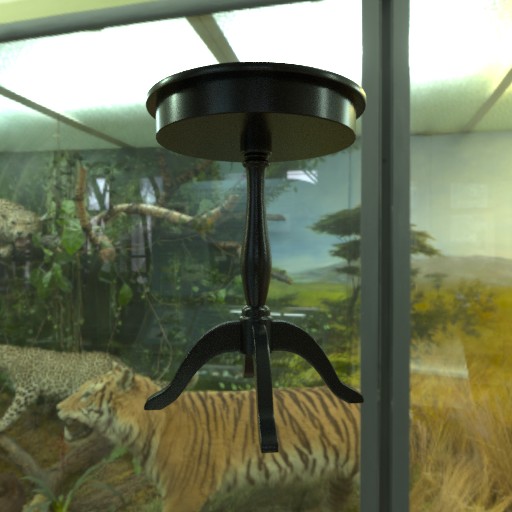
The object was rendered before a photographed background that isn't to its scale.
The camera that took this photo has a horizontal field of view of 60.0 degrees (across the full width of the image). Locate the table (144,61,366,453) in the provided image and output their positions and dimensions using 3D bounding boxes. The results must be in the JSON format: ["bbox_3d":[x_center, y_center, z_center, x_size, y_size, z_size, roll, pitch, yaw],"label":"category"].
[{"bbox_3d":[0.000,0.000,0.989,0.481,0.665,0.481,0,0,0],"label":"table"}]
